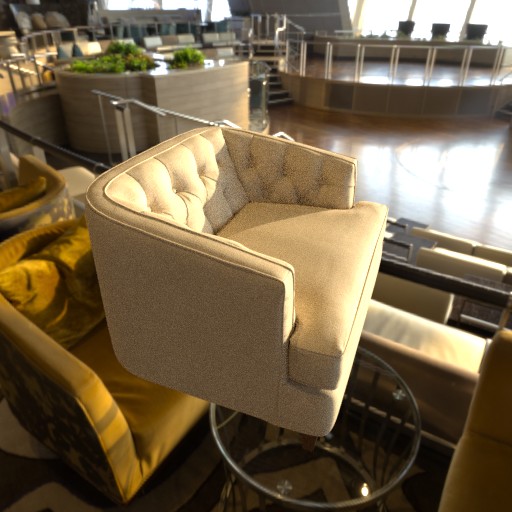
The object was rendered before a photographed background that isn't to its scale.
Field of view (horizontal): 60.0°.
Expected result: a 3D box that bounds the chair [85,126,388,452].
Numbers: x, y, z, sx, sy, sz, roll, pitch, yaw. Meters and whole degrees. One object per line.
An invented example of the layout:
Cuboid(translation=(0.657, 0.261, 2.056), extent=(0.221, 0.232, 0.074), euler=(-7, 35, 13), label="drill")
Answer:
Cuboid(translation=(0.000, 0.000, 1.777), extent=(0.914, 0.787, 1.118), euler=(11, 32, 18), label="chair")
